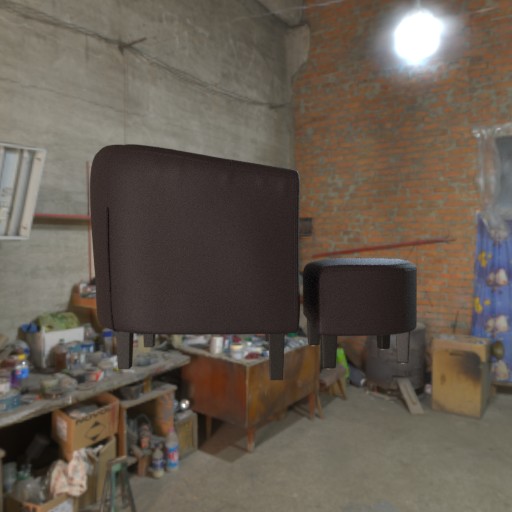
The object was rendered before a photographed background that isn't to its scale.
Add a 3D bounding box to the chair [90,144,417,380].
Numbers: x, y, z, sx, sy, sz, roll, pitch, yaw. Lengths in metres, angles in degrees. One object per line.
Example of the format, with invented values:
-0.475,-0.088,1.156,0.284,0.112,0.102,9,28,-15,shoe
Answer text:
0.000,0.000,1.677,1.191,0.760,0.763,0,1,0,chair
